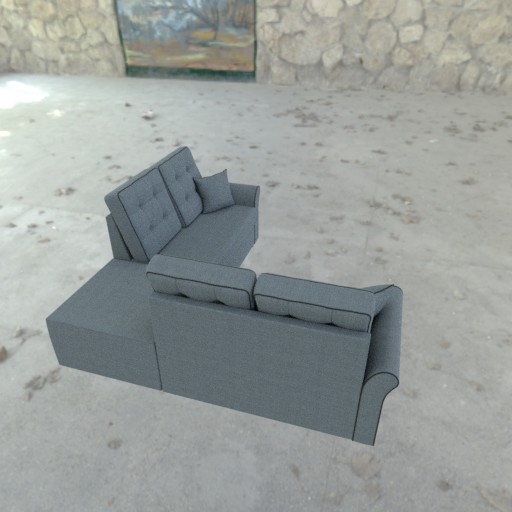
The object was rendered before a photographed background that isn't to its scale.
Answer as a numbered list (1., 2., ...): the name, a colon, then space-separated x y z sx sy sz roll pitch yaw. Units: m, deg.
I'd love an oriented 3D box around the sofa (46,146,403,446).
1. sofa: 0.000 0.000 3.257 2.068 0.988 2.070 9 33 15
